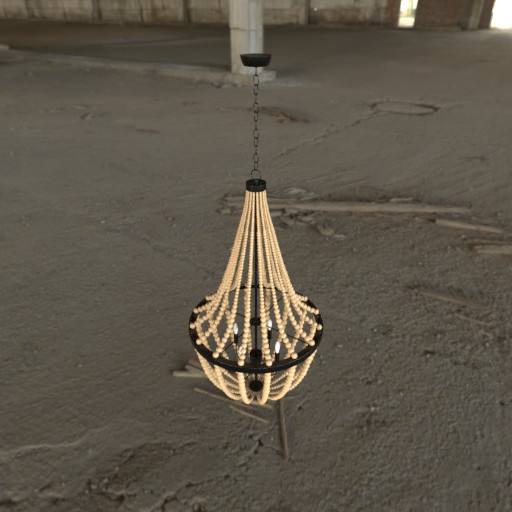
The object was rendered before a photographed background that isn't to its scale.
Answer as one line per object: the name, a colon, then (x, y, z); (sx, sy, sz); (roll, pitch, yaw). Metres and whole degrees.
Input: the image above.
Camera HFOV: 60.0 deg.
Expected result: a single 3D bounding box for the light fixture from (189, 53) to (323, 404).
light fixture: (0.000, 0.000, 1.365); (0.450, 1.133, 0.450); (0, 30, 0)
